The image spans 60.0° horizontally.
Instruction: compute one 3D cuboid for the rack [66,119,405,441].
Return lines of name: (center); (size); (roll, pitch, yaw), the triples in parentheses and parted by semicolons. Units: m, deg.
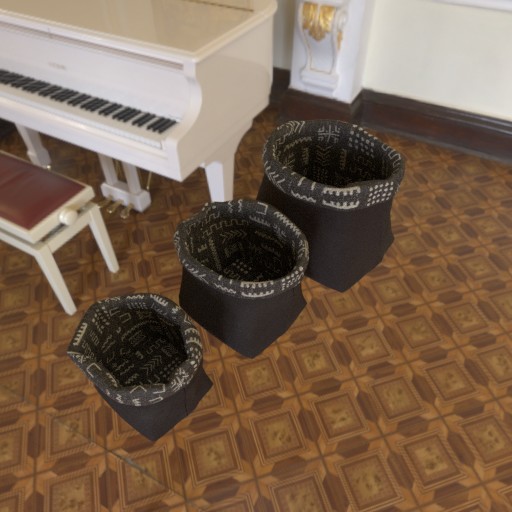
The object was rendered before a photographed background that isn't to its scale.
rack: (0.000, 0.000, 1.060); (0.379, 0.323, 0.905); (32, 54, 27)
